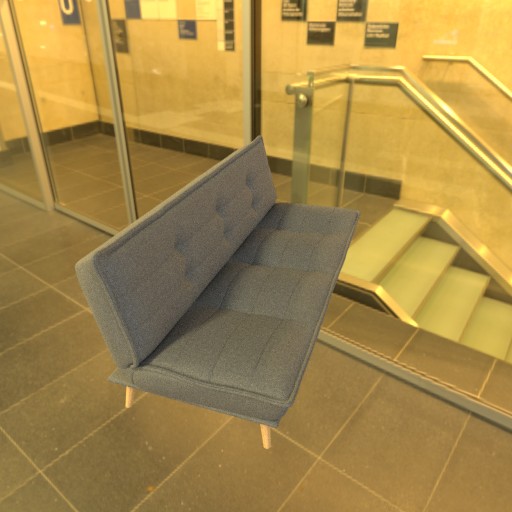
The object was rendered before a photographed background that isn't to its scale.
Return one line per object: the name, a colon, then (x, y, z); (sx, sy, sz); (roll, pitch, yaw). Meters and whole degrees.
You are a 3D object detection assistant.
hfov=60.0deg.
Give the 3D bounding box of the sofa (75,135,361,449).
sofa: (0.000, 0.000, 2.520); (0.950, 0.890, 1.940); (9, 30, 17)
